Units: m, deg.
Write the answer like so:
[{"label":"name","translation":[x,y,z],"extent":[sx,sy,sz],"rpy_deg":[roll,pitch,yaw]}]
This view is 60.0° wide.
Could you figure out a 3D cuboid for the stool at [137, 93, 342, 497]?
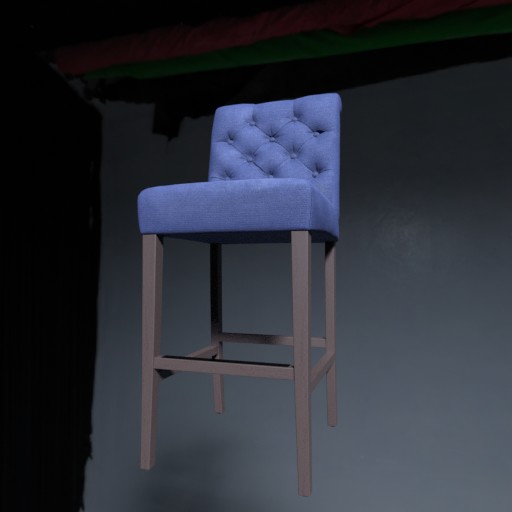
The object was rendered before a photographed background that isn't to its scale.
[{"label":"stool","translation":[0.000,0.000,1.381],"extent":[0.493,1.140,0.601],"rpy_deg":[0,-1,18]}]
